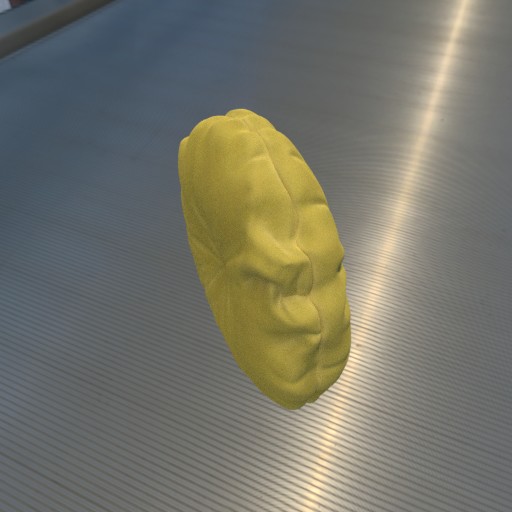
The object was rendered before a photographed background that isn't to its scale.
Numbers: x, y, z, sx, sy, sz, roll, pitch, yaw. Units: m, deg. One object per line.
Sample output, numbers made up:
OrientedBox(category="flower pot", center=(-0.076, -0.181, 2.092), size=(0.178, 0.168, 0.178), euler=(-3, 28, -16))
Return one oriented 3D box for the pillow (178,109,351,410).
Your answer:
OrientedBox(category="pillow", center=(0.000, 0.000, 0.653), size=(0.148, 0.407, 0.428), euler=(-17, 50, -15))
